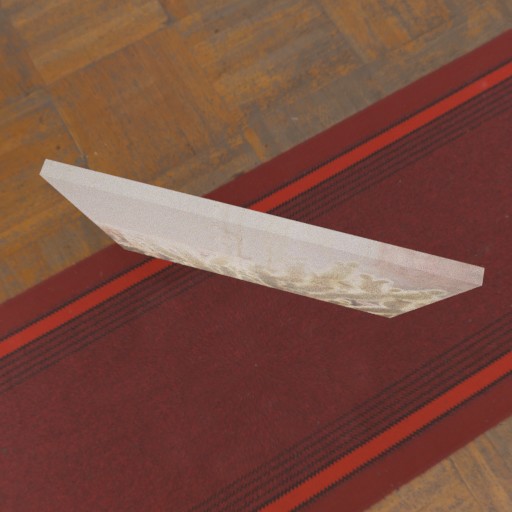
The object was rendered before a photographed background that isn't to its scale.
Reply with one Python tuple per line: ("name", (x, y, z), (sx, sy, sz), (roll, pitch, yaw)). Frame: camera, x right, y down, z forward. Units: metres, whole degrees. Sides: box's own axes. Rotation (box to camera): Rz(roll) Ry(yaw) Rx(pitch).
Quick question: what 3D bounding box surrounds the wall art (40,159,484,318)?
("wall art", (0.000, 0.000, 1.186), (0.916, 0.608, 0.040), (14, 77, 3))
